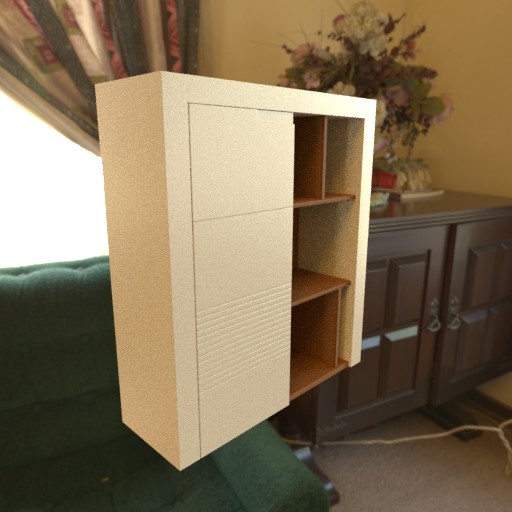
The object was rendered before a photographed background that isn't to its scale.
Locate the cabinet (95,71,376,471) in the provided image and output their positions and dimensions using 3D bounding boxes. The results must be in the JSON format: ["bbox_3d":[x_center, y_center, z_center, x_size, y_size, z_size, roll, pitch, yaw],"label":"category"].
[{"bbox_3d":[0.000,0.000,1.659,0.990,1.150,0.348,-13,19,-43],"label":"cabinet"}]
